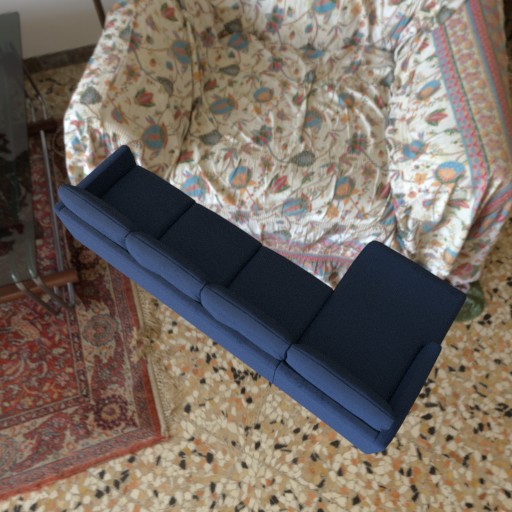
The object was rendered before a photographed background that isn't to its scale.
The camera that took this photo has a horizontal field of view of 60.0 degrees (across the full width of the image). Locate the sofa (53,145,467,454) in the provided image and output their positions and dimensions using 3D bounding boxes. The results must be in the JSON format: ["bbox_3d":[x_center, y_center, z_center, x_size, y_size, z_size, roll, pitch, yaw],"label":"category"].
[{"bbox_3d":[0.000,0.000,2.847,2.450,0.679,1.128,33,68,15],"label":"sofa"}]
